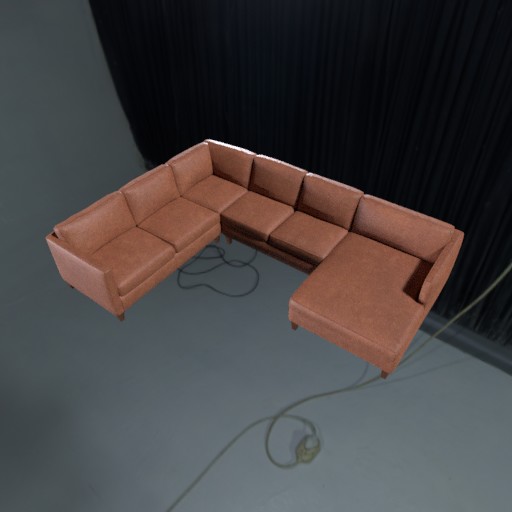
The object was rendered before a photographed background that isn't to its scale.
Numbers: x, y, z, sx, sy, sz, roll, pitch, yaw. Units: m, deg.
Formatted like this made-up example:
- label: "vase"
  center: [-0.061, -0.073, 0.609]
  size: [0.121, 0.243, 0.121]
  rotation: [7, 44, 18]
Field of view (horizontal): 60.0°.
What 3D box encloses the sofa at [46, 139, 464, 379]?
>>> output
- label: "sofa"
  center: [0.000, 0.000, 4.667]
  size: [3.460, 0.923, 2.593]
  rotation: [26, 48, 26]
